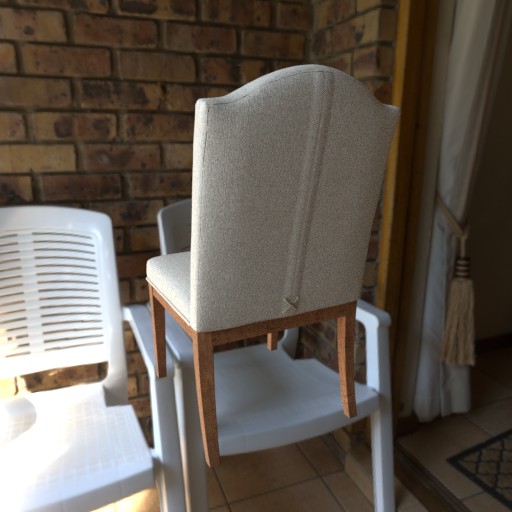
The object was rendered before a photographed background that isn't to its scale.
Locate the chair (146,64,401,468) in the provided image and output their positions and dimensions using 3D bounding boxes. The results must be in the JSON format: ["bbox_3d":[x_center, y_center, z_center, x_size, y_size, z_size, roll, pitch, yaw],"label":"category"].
[{"bbox_3d":[0.000,0.000,1.354,0.534,1.012,0.648,-8,17,-26],"label":"chair"}]
